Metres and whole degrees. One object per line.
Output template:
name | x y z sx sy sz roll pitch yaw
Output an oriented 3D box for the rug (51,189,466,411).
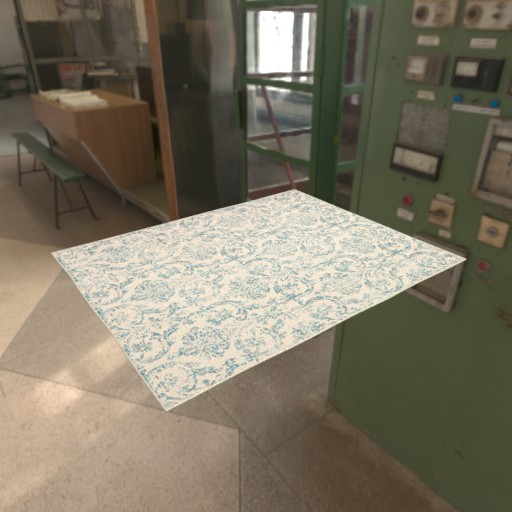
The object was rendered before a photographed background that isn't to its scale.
rug | 0.000 0.000 4.050 2.980 0.012 2.363 -19 33 -32
